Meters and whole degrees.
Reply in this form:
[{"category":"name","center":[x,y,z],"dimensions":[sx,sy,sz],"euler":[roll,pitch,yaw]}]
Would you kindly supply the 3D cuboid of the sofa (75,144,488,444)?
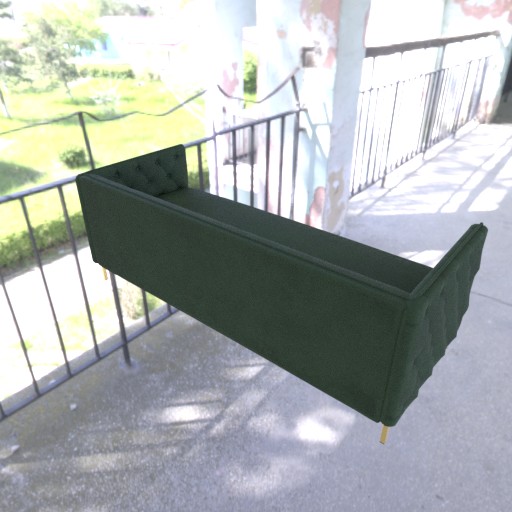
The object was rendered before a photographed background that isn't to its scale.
[{"category":"sofa","center":[0.000,0.000,2.589],"dimensions":[2.209,0.771,0.895],"euler":[22,37,33]}]
